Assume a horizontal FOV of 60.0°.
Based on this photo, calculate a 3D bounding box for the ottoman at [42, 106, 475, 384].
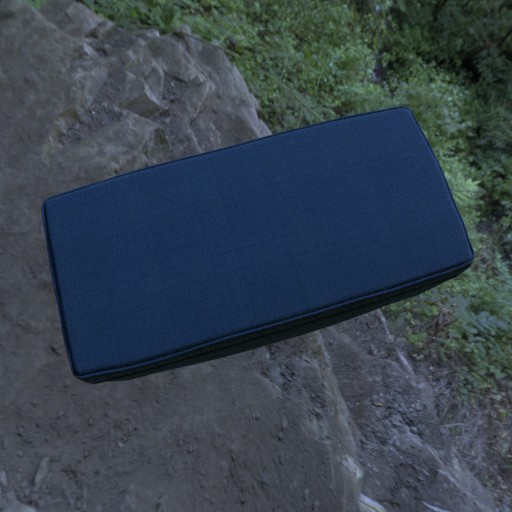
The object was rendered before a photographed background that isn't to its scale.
[{"bbox_3d":[0.000,0.000,1.223,0.943,0.474,0.474,-16,76,-4],"label":"ottoman"}]
